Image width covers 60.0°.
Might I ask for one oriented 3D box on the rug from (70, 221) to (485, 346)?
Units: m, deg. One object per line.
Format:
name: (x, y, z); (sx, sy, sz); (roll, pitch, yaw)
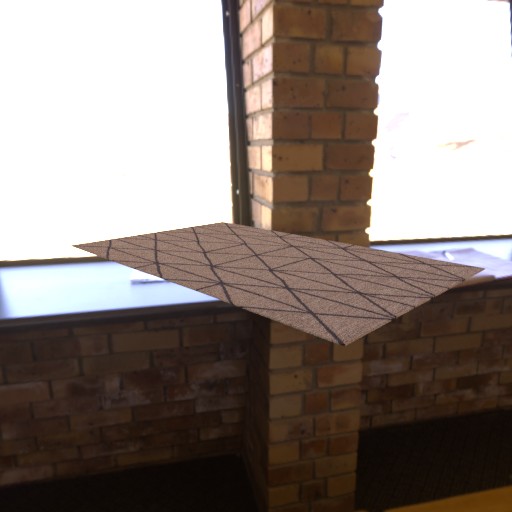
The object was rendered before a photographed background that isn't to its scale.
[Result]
rug: (0.000, 0.000, 3.045); (2.465, 0.008, 1.526); (13, 19, 43)
